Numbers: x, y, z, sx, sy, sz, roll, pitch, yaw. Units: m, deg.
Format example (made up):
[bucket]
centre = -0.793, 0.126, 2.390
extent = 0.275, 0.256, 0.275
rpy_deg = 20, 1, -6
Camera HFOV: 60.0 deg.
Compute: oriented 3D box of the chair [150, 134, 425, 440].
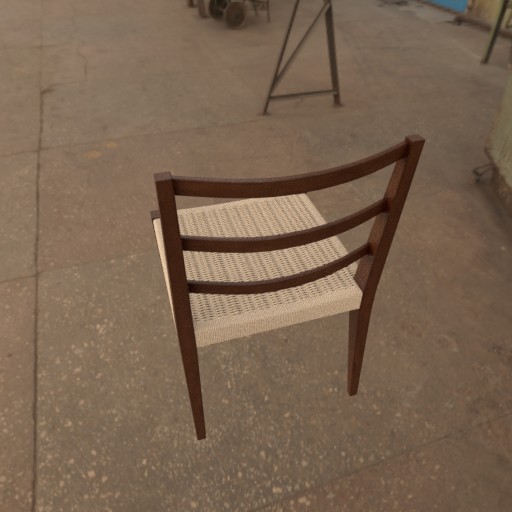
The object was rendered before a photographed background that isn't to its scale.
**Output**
[chair]
centre = 0.000, 0.000, 1.155
extent = 0.480, 0.813, 0.551
rpy_deg = -11, 42, -13
